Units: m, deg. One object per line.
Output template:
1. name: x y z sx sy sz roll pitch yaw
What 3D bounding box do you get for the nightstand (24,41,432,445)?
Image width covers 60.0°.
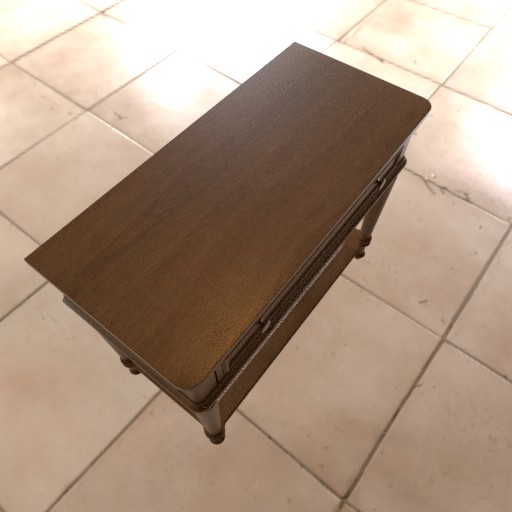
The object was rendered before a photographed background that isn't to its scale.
1. nightstand: 0.000 0.000 1.277 0.432 0.700 0.914 33 63 19
